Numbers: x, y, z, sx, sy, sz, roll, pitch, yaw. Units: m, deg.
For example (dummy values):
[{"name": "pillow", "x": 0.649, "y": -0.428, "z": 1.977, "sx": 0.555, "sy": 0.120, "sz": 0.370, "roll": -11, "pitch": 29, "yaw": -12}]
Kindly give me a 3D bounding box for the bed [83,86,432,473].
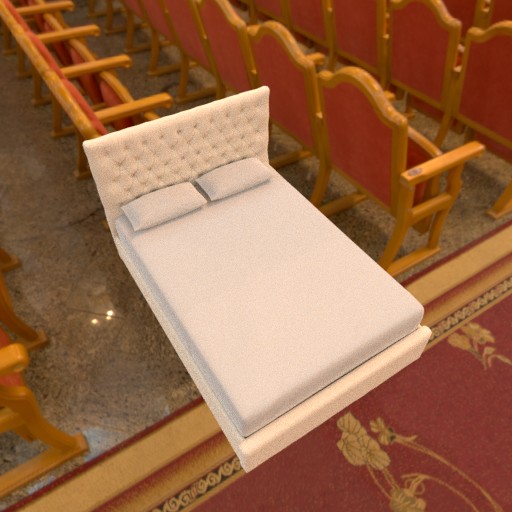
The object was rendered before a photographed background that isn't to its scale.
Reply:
[{"name": "bed", "x": 0.000, "y": 0.000, "z": 3.537, "sx": 1.698, "sy": 1.427, "sz": 2.387, "roll": -25, "pitch": 52, "yaw": -21}]
